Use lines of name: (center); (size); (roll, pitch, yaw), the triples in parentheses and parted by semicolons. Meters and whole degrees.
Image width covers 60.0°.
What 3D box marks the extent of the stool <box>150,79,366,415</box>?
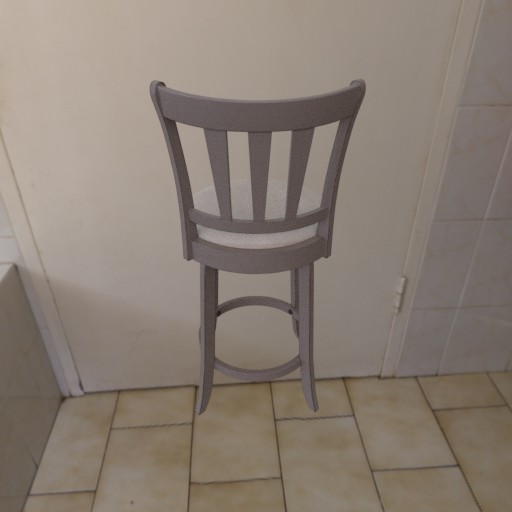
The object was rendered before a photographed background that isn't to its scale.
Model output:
stool: (0.000, 0.000, 1.286); (0.436, 1.023, 0.475); (-1, 33, -2)
